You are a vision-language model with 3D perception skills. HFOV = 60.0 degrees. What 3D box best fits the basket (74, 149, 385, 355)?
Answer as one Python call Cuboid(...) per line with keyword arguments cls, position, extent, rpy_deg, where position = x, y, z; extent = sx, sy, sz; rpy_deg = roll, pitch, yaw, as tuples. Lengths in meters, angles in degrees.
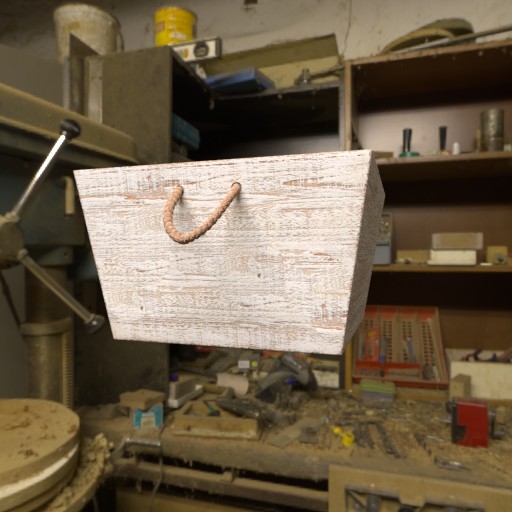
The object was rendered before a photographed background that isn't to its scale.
Cuboid(cls="basket", position=(0.000, 0.000, 0.764), extent=(0.413, 0.247, 0.545), rpy_deg=(0, 0, 18))
